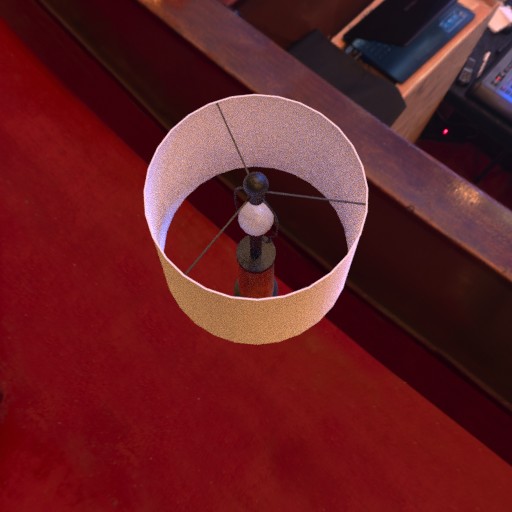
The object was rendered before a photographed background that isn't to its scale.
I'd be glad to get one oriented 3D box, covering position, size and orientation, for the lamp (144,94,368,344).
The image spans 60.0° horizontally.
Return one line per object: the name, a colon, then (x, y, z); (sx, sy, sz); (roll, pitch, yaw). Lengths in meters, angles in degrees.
lamp: (0.000, 0.000, 0.866); (0.349, 0.667, 0.349); (0, 73, 0)
